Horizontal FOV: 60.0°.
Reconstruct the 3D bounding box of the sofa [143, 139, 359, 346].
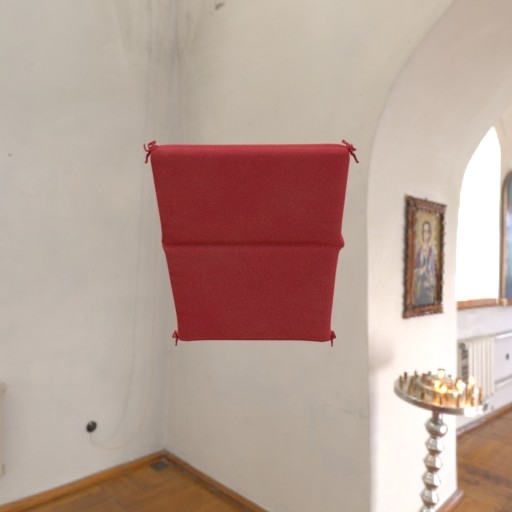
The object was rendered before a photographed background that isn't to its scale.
[{"bbox_3d":[0.000,0.000,1.937,0.582,0.622,1.663,0,0,1],"label":"sofa"}]
